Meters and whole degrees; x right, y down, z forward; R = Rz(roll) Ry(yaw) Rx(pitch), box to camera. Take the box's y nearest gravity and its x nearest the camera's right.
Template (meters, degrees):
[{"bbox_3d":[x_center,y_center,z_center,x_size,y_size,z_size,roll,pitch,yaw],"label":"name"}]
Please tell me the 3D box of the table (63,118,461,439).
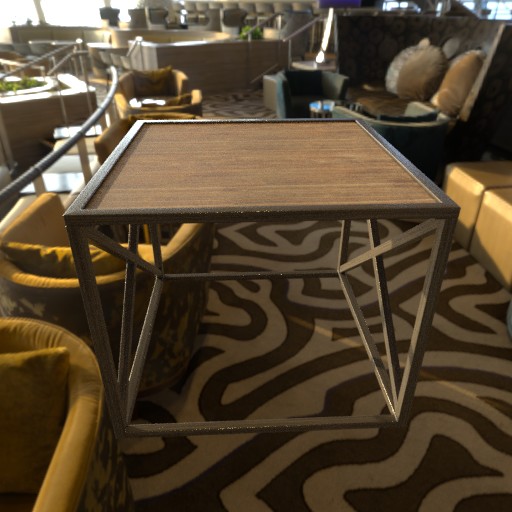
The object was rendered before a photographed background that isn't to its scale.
[{"bbox_3d":[0.000,0.000,1.066,0.609,0.507,0.611,-1,30,-2],"label":"table"}]
